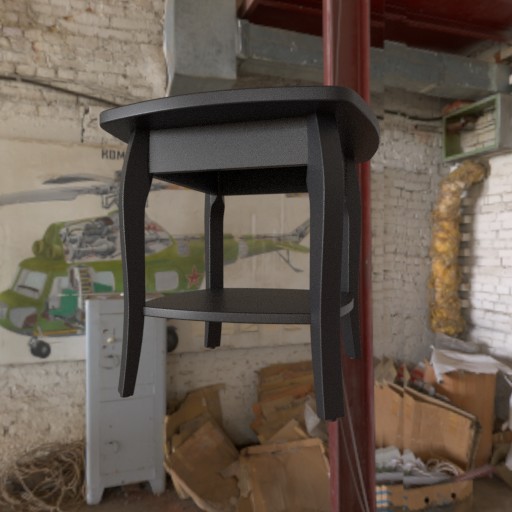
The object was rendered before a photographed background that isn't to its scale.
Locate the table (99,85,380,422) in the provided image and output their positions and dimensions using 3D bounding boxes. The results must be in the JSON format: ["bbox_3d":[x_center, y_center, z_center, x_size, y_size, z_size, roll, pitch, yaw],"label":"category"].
[{"bbox_3d":[0.000,0.000,0.850,0.457,0.457,0.508,0,1,17],"label":"table"}]
